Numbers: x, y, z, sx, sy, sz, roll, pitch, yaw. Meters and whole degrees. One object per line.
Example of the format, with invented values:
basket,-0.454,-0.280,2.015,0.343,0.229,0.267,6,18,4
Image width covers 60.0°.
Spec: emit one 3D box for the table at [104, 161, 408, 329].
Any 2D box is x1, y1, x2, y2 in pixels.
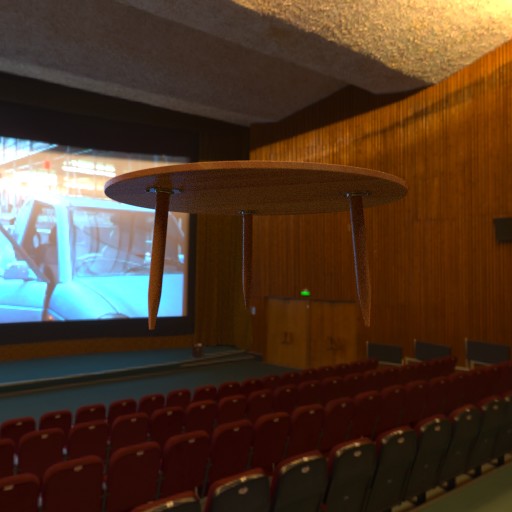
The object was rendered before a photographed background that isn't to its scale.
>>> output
table,0.000,0.000,1.385,0.900,0.400,0.900,0,-1,0
